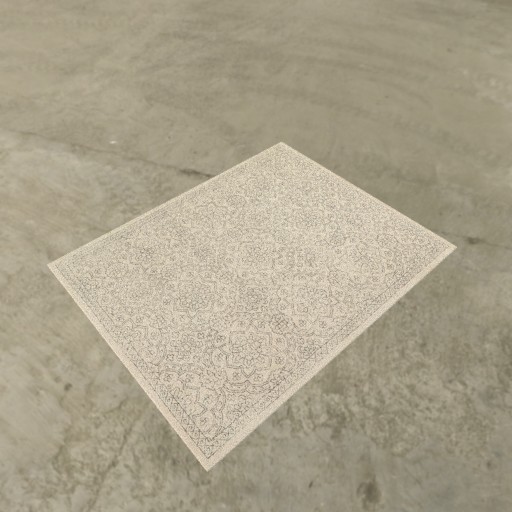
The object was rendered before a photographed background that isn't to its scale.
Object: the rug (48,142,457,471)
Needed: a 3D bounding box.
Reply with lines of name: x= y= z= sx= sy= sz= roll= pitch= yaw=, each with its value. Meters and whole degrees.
rug: x=0.000 y=0.000 z=4.213 sx=3.050 sy=0.015 sz=2.441 roll=-34 pitch=56 yaw=-27
